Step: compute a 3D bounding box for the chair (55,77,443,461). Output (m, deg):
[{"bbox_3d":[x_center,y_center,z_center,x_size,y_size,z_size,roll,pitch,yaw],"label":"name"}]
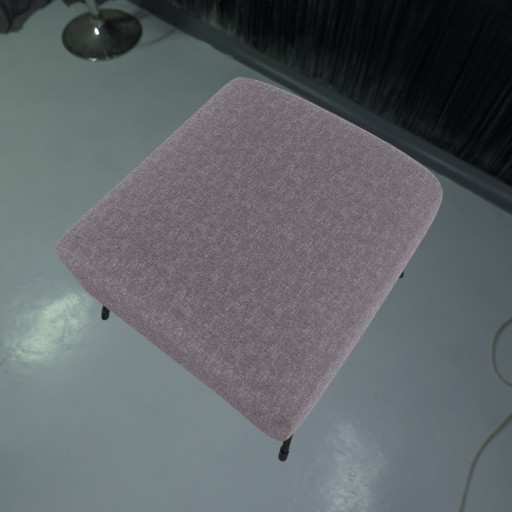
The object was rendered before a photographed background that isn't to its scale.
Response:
[{"bbox_3d":[0.000,0.000,0.895,0.530,0.410,0.530,33,67,16],"label":"chair"}]
